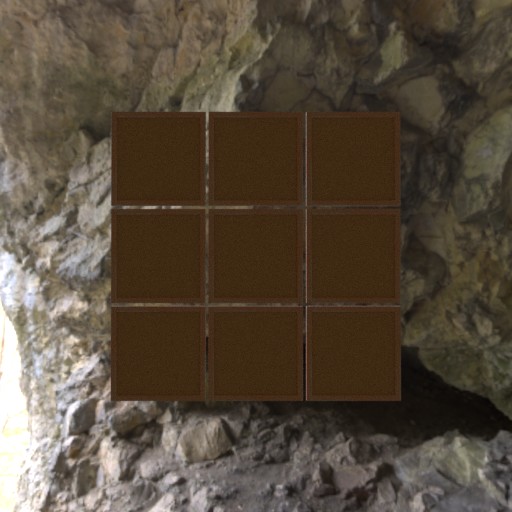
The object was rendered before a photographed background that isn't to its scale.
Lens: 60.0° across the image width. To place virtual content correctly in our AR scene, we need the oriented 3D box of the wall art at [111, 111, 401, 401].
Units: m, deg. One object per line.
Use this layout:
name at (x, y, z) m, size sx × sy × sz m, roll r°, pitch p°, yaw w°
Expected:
wall art at (0.000, 0.000, 2.333) m, size 1.521 × 1.519 × 0.013 m, roll 0°, pitch 0°, yaw 0°
